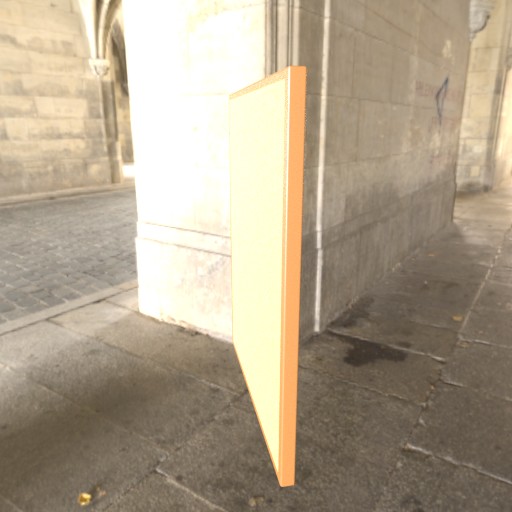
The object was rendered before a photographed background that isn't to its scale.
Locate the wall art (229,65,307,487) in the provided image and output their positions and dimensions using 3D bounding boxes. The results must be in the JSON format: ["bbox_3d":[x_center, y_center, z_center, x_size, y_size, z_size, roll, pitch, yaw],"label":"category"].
[{"bbox_3d":[0.000,0.000,0.761,0.021,0.550,0.449,-3,16,-11],"label":"wall art"}]
